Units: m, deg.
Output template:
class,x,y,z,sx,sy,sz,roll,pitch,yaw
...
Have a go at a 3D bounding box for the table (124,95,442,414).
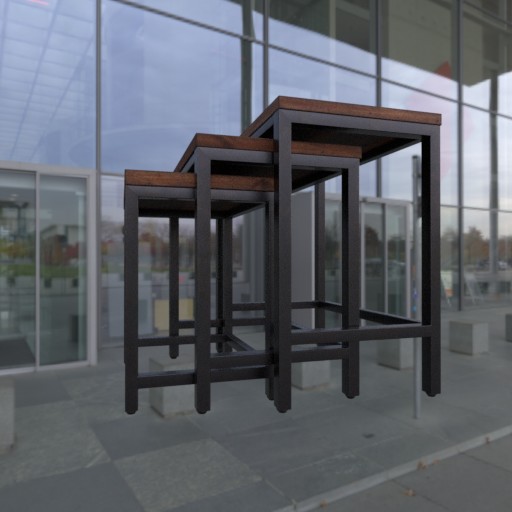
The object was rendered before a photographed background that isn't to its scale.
class,x,y,z,sx,sy,sz,roll,pitch,yaw
table,0.000,0.000,1.155,0.660,0.616,0.608,0,0,-17
